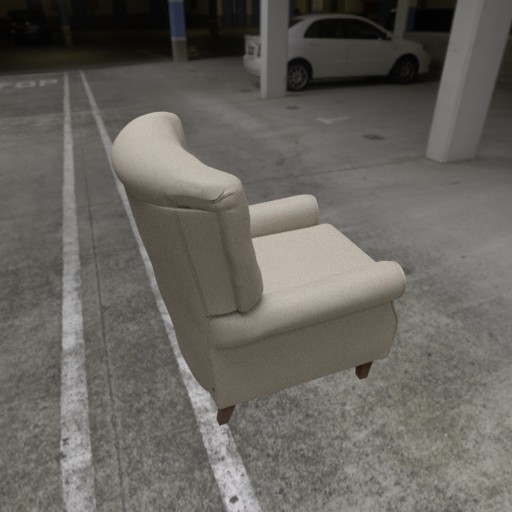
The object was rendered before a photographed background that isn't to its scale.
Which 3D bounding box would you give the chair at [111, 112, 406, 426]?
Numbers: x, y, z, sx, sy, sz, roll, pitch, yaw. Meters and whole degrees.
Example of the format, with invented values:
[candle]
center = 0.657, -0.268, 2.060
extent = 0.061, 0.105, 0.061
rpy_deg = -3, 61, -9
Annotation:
[chair]
center = 0.000, 0.000, 1.937
extent = 1.059, 1.158, 0.943
rpy_deg = -12, 33, -18
